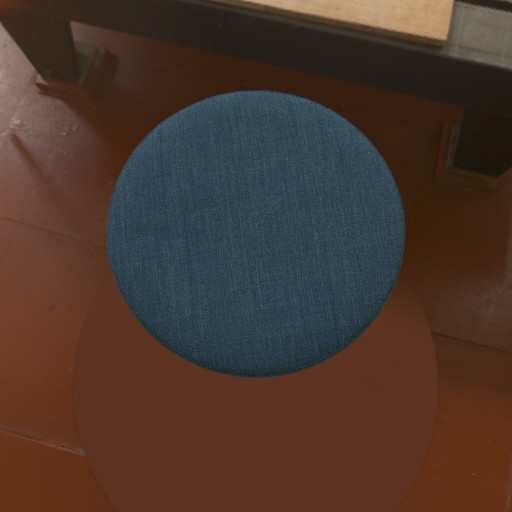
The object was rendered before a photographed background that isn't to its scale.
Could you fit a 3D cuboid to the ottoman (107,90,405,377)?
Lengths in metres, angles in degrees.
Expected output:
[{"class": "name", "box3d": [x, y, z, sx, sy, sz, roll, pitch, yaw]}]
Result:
[{"class": "ottoman", "box3d": [0.000, 0.000, 0.760, 0.398, 0.406, 0.398, 0, 76, 0]}]
